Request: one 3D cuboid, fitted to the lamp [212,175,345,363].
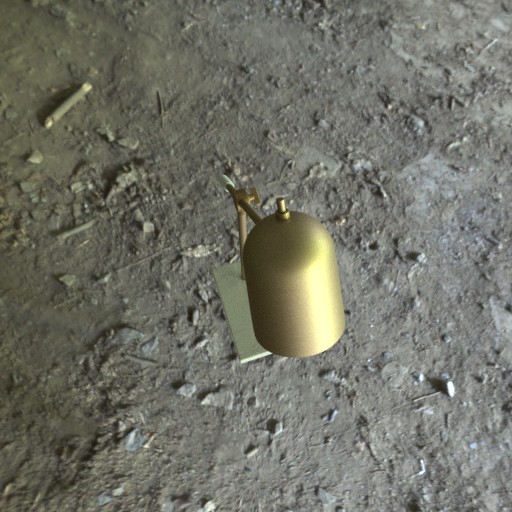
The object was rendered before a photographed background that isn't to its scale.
[{"bbox_3d":[0.000,0.000,0.799,0.144,0.603,0.471,-16,64,-8],"label":"lamp"}]
